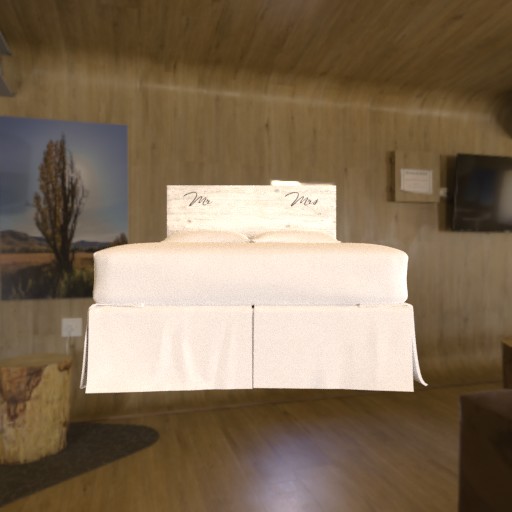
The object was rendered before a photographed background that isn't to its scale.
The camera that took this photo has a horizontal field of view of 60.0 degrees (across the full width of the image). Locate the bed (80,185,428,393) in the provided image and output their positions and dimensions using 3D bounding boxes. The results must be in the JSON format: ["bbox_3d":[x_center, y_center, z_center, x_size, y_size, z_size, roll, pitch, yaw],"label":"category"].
[{"bbox_3d":[0.000,0.000,3.169,1.745,1.335,2.094,0,0,0],"label":"bed"}]
